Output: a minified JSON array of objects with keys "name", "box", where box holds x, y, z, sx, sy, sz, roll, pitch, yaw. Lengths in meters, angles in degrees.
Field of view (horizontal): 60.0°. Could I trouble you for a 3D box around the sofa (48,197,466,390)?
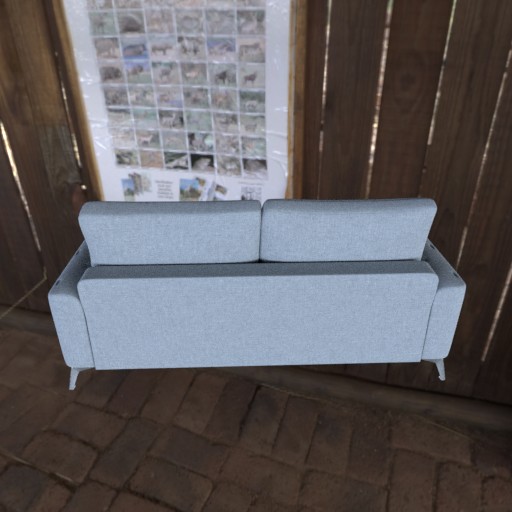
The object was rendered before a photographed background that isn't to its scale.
[{"name":"sofa","box":[0.000,0.000,2.129,1.650,0.790,0.920,-1,28,-2]}]
